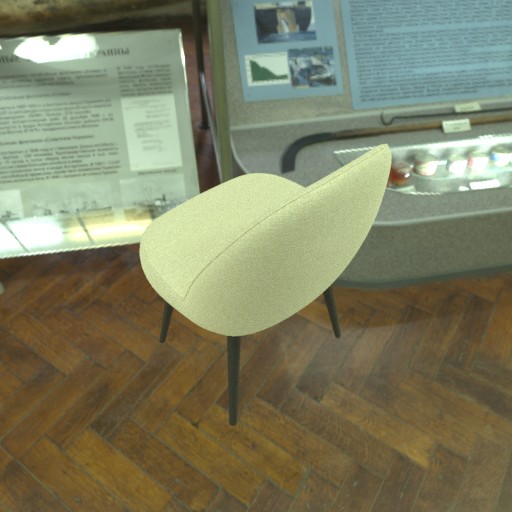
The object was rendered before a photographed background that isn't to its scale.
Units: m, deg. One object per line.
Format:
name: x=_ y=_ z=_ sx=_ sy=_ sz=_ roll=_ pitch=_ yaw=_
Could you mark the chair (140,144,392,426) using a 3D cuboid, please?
chair: x=0.000 y=0.000 z=1.180 sx=0.532 sy=0.838 sz=0.540 roll=-32 pitch=54 yaw=-27
